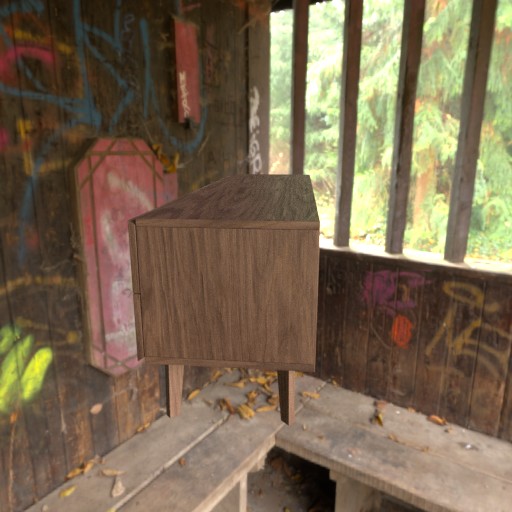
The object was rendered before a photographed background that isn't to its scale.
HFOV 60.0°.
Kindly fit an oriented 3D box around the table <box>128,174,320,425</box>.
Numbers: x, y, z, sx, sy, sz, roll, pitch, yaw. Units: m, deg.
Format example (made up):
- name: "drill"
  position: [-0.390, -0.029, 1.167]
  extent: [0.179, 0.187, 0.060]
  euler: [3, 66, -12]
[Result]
- name: "table"
  position: [0.000, 0.000, 1.654]
  extent: [0.405, 0.508, 1.397]
  euler: [1, 14, 6]
